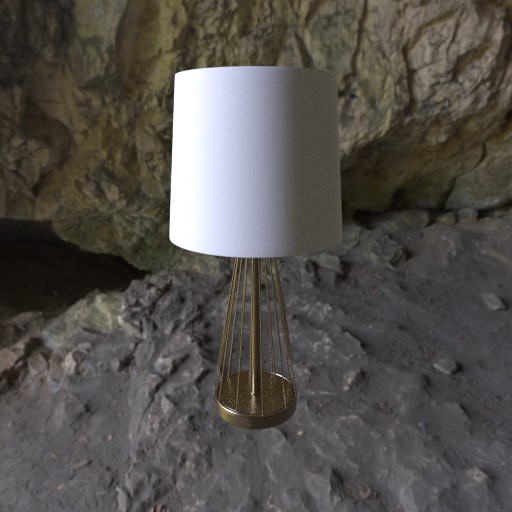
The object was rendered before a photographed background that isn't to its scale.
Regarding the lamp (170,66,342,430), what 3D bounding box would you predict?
[{"bbox_3d":[0.000,0.000,0.804,0.303,0.618,0.303,0,16,0],"label":"lamp"}]
